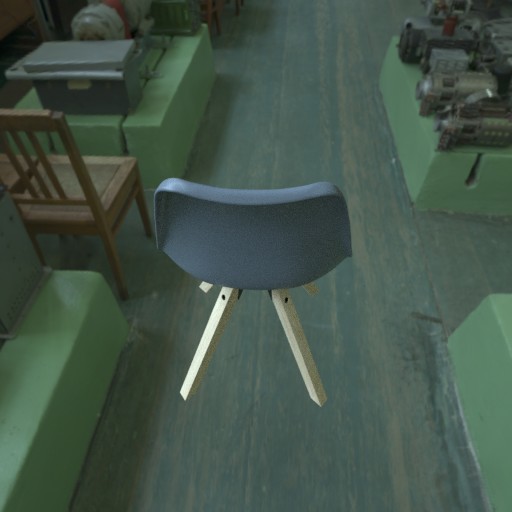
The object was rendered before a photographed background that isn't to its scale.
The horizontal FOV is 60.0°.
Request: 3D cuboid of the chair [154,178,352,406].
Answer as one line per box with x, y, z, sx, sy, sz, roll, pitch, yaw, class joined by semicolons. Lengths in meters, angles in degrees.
0.000;0.000;1.201;0.485;0.850;0.550;2;46;2;chair
